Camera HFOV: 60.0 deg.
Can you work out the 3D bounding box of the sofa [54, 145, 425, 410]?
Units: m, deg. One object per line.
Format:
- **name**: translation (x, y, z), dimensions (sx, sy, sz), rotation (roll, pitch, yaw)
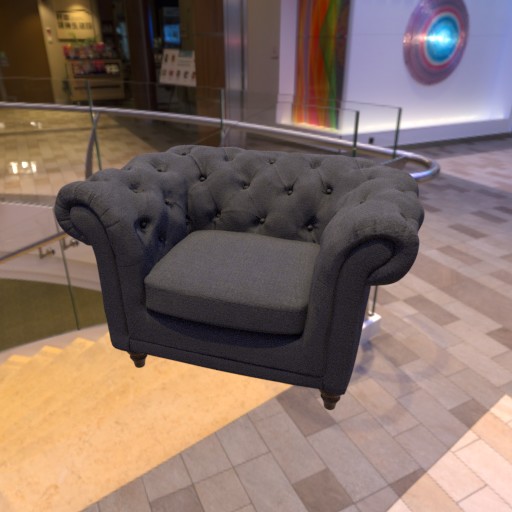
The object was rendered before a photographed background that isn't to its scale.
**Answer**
- **sofa**: translation (0.000, 0.000, 2.100), dimensions (1.405, 0.878, 1.032), rotation (8, 27, 15)
